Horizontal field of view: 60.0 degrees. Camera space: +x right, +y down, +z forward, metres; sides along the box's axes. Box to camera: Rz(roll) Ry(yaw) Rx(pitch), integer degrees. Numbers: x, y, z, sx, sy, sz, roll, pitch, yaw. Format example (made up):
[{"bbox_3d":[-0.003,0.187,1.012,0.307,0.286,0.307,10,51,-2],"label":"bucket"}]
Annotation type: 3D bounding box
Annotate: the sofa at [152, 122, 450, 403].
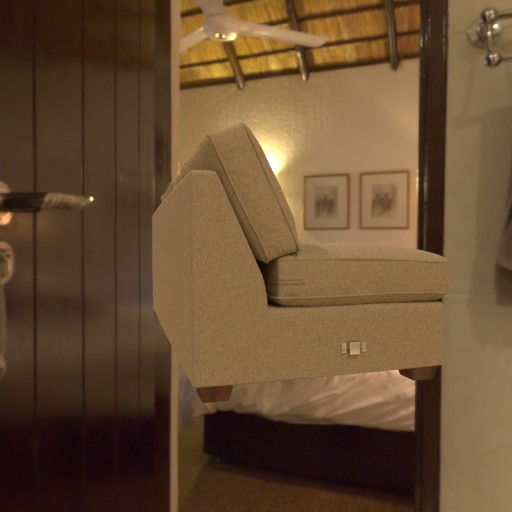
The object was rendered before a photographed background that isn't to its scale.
[{"bbox_3d":[0.000,0.000,2.496,1.034,0.946,1.963,0,1,-17],"label":"sofa"}]
